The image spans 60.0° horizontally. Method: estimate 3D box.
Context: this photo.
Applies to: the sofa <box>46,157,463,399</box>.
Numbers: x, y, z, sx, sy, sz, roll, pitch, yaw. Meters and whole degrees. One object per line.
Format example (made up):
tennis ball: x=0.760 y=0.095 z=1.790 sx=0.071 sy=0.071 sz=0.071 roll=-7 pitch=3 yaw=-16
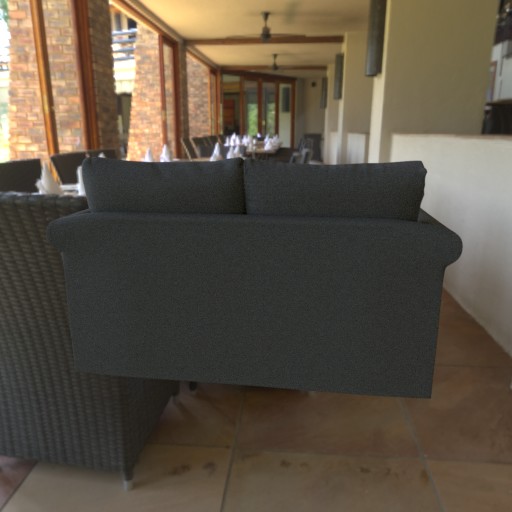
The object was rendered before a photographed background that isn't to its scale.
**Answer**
sofa: x=0.000 y=0.000 z=1.931 sx=1.460 sy=0.872 sz=0.741 roll=2 pitch=16 yaw=8
